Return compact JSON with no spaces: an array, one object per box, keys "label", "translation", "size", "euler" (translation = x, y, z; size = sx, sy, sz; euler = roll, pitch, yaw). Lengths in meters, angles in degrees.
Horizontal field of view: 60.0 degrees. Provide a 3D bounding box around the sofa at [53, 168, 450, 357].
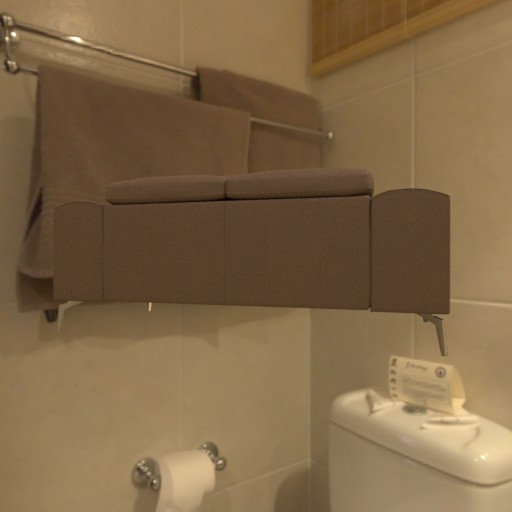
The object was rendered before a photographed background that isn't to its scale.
[{"label":"sofa","translation":[0.000,0.000,2.450],"size":[1.895,0.779,1.003],"euler":[0,0,17]}]
